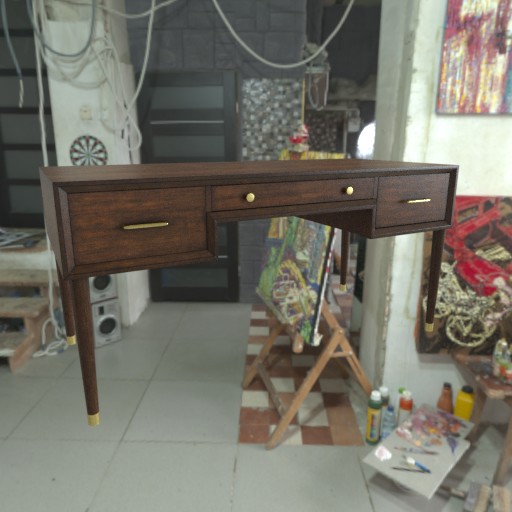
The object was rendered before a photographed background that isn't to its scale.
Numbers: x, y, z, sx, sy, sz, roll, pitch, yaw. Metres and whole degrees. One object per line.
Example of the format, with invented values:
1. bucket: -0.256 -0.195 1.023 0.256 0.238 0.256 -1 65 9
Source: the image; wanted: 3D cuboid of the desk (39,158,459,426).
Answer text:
1. desk: 0.000 0.000 1.911 1.575 0.762 0.724 -8 17 -27
